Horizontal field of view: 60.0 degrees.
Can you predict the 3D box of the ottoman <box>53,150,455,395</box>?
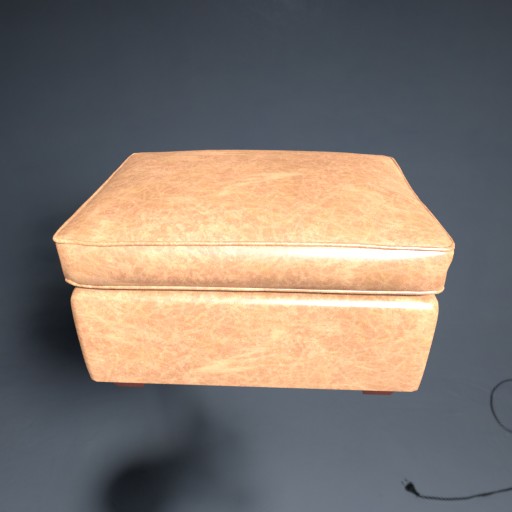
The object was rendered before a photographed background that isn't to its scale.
[{"bbox_3d":[0.000,0.000,1.118,0.756,0.468,0.554,1,30,2],"label":"ottoman"}]
